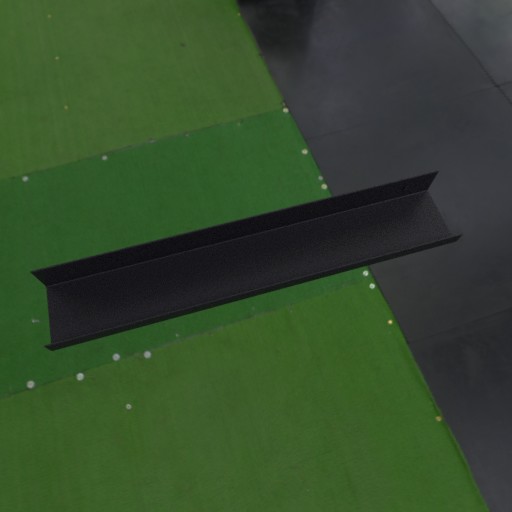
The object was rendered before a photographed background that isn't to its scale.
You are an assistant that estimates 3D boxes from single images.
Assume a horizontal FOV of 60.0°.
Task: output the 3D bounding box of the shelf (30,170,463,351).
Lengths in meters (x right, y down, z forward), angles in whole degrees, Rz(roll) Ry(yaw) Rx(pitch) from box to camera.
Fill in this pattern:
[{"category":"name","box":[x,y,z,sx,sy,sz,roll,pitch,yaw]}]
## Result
[{"category":"shelf","box":[0.000,0.000,0.636,0.605,0.053,0.102,-15,65,-7]}]
